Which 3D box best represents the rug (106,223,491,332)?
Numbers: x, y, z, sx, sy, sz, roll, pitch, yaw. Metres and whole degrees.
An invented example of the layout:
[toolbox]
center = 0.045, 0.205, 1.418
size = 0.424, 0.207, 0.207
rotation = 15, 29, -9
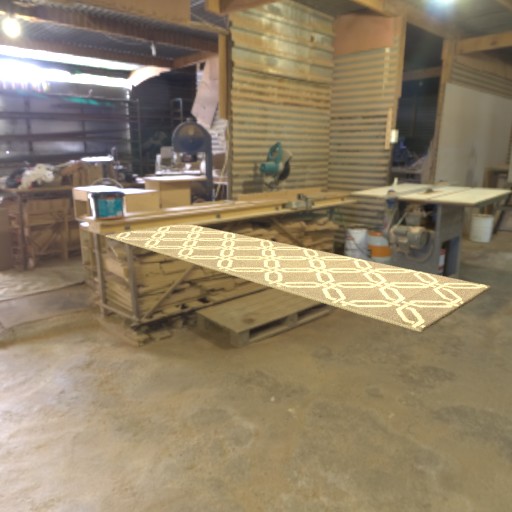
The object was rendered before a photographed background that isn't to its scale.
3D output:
[rug]
center = 0.000, 0.000, 2.511
size = 0.678, 0.014, 2.276
rotation = -14, 19, -43
